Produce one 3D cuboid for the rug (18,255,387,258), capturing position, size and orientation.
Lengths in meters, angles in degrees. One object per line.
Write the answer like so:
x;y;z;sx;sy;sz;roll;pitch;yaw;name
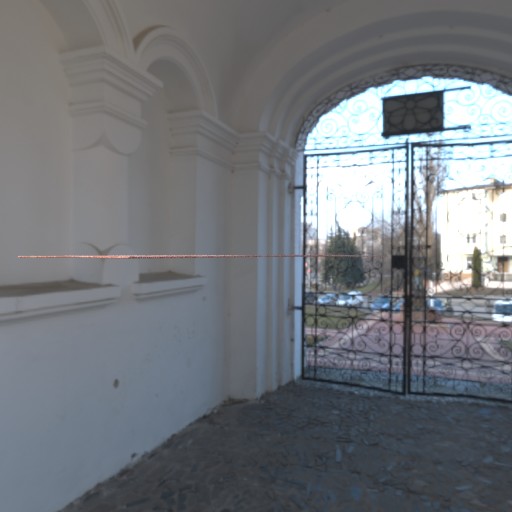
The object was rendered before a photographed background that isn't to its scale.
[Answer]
0.000;0.000;2.571;0.718;0.013;2.353;0;0;37;rug
